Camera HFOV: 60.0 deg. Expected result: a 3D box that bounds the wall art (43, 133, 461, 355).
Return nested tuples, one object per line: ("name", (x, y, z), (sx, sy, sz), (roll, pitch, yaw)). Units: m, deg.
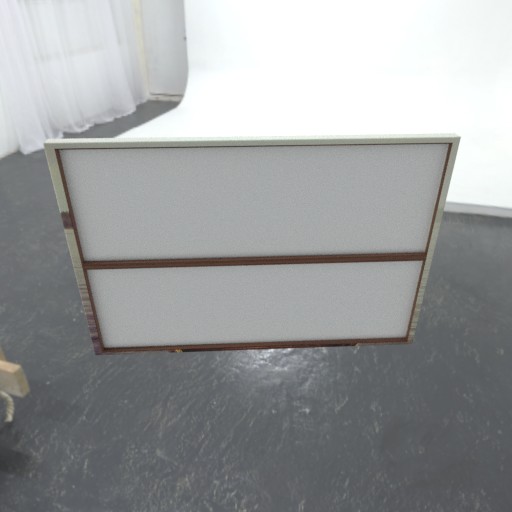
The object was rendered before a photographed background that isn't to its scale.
("wall art", (0.000, 0.000, 1.426), (1.149, 0.765, 0.040), (-2, 31, -3))
